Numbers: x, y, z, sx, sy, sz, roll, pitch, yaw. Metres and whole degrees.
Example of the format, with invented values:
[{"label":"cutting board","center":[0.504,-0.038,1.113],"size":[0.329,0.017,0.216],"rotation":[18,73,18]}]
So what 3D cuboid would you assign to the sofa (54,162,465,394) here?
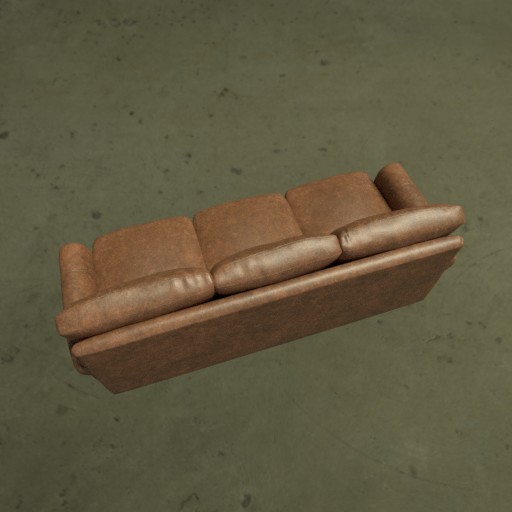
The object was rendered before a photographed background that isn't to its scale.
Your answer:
[{"label":"sofa","center":[0.000,0.000,2.818],"size":[2.351,0.977,0.973],"rotation":[-15,59,-9]}]
